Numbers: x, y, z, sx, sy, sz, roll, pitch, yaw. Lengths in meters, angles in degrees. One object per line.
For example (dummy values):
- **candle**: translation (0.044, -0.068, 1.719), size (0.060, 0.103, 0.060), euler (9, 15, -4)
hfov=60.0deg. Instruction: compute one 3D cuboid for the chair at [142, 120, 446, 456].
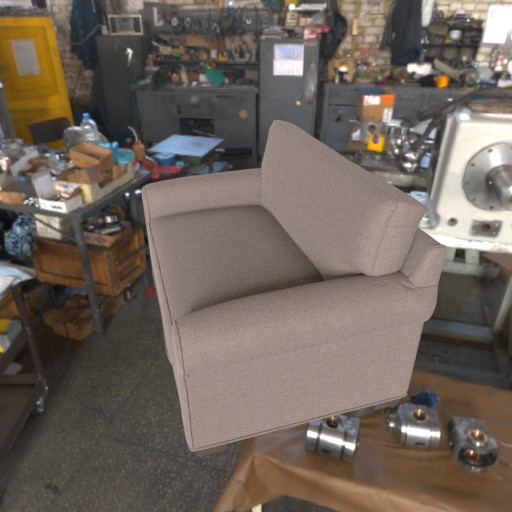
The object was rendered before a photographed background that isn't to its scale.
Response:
- **chair**: translation (0.000, 0.000, 2.014), size (0.930, 0.930, 1.390), euler (-9, 31, -15)
